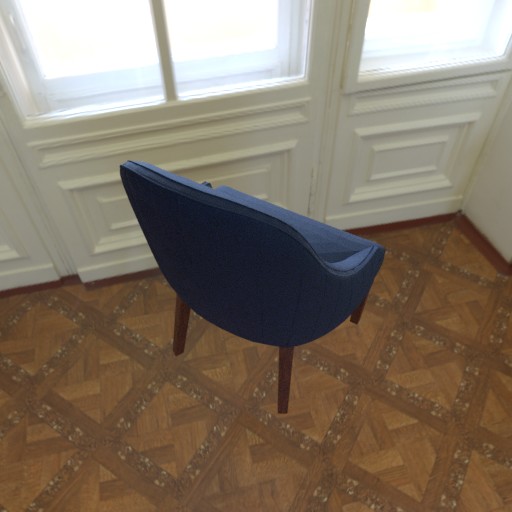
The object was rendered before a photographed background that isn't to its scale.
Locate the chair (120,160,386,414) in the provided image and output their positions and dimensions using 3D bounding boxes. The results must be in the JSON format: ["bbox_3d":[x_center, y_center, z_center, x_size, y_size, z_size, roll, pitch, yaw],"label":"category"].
[{"bbox_3d":[0.000,0.000,1.301,0.643,0.889,0.575,23,52,20],"label":"chair"}]
